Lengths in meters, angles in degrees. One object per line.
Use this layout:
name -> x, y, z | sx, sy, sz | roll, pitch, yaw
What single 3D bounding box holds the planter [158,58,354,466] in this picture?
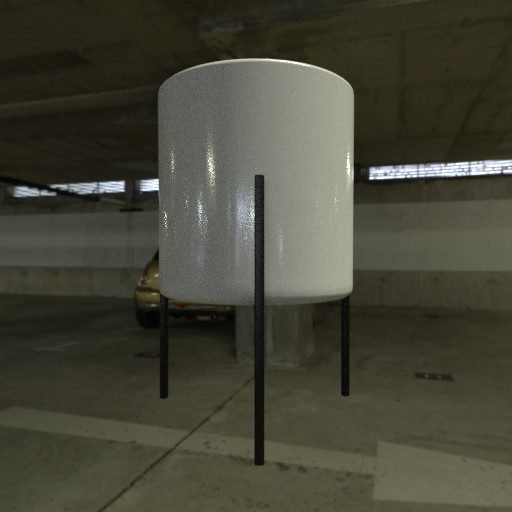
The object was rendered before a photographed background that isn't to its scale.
planter -> 0.000, 0.000, 0.494 | 0.239, 0.356, 0.239 | 0, 0, -1
